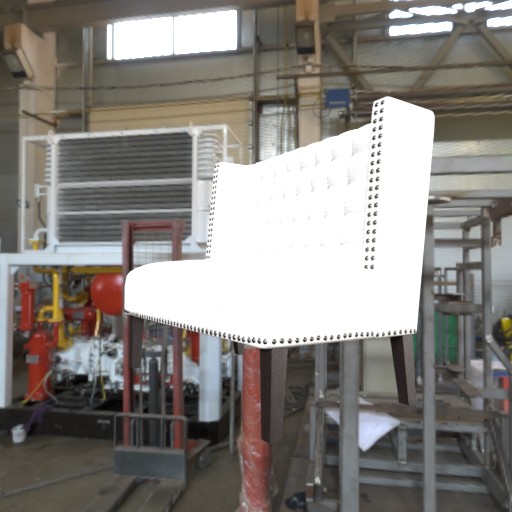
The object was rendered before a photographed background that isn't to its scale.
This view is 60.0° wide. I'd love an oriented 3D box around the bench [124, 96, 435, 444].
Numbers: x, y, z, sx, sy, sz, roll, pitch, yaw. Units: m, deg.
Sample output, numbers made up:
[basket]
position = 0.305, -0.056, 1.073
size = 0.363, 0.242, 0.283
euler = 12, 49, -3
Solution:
[bench]
position = 0.000, 0.000, 1.998
size = 0.847, 1.123, 1.280
euler = 1, -2, -35
